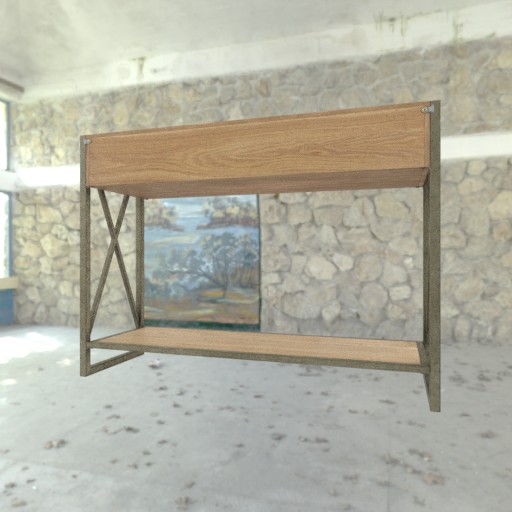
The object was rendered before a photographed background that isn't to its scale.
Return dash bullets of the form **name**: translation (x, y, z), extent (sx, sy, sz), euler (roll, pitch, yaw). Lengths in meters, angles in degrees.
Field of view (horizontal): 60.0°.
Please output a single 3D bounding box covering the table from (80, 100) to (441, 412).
- **table**: translation (0.000, 0.000, 1.411), extent (1.059, 0.763, 0.361), euler (0, 0, 18)
